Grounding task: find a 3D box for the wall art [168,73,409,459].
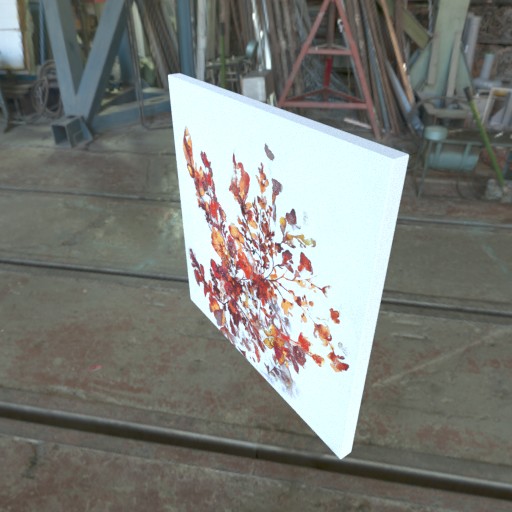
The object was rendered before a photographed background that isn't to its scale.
[{"bbox_3d":[0.000,0.000,1.129,0.037,0.757,0.757,-21,39,-29],"label":"wall art"}]
